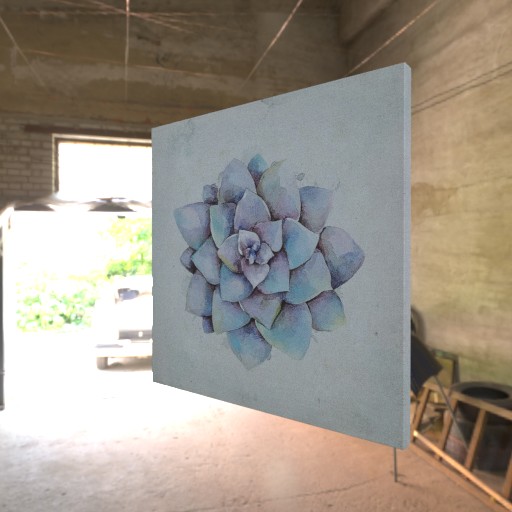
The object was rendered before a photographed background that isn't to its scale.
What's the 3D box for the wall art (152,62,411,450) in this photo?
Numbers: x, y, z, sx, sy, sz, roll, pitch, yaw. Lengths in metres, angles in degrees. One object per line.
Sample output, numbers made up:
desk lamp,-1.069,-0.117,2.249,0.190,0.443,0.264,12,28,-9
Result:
wall art,0.000,0.000,1.114,0.762,0.762,0.038,0,1,37
